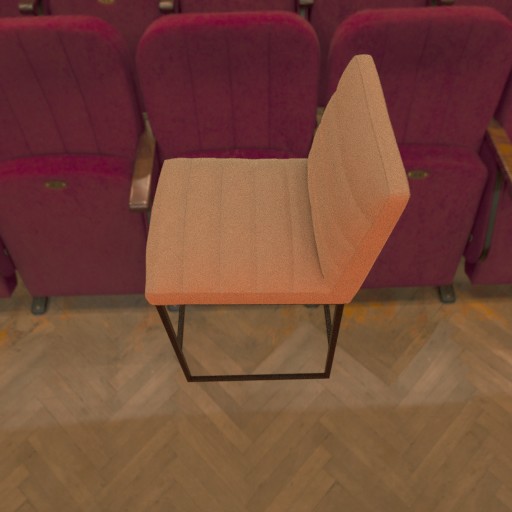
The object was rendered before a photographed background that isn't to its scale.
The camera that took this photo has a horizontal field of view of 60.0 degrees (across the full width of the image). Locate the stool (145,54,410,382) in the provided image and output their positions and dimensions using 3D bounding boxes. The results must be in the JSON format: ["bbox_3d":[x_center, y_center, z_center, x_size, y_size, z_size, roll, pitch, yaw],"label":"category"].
[{"bbox_3d":[0.000,0.000,1.353,0.573,1.061,0.464,-1,57,-1],"label":"stool"}]
